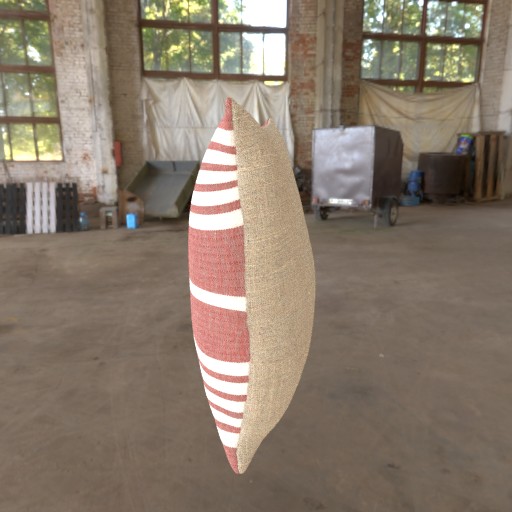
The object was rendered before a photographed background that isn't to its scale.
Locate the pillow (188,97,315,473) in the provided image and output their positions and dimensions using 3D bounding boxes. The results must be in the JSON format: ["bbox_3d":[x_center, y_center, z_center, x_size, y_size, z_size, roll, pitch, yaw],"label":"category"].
[{"bbox_3d":[0.000,0.000,0.675,0.182,0.427,0.439,2,14,7],"label":"pillow"}]
